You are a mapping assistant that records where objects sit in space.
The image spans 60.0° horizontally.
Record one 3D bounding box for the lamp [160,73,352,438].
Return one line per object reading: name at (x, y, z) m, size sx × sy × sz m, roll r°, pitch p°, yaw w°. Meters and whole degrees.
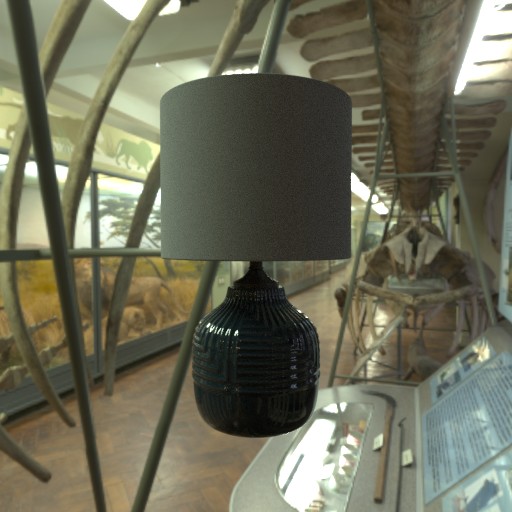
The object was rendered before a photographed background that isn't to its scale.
lamp at (0.000, 0.000, 0.757) m, size 0.318 × 0.567 × 0.318 m, roll 0°, pitch 2°, yaw 0°
